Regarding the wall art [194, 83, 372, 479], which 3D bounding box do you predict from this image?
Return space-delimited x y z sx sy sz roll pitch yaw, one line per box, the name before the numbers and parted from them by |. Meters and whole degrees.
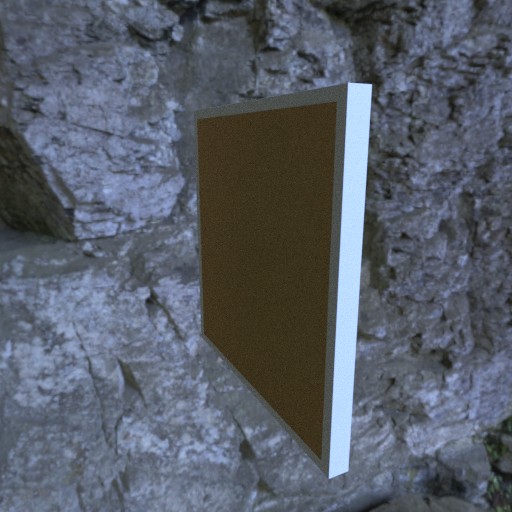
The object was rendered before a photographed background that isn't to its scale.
wall art | 0.000 0.000 0.464 0.020 0.307 0.307 -7 16 -26
